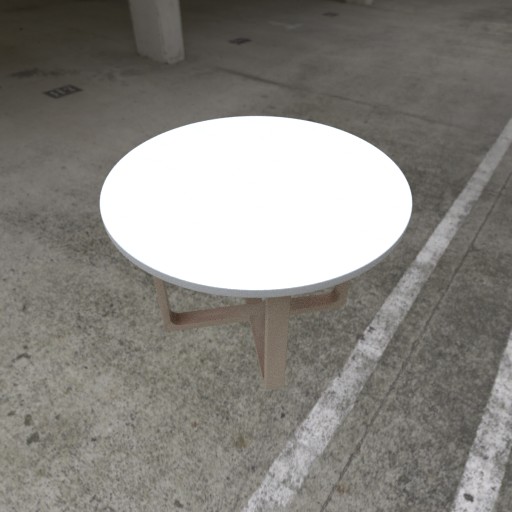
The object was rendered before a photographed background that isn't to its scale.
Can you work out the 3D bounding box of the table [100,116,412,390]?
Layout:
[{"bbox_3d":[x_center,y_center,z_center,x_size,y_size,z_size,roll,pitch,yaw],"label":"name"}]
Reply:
[{"bbox_3d":[0.000,0.000,1.012,0.600,0.400,0.600,0,42,0],"label":"table"}]
